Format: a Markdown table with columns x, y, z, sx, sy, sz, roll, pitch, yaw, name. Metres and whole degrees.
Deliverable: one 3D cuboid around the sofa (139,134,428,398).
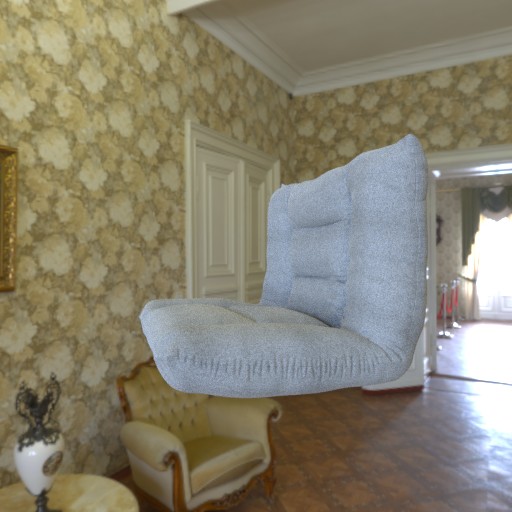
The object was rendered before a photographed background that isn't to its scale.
| x | y | z | sx | sy | sz | roll | pitch | yaw | name |
| --- | --- | --- | --- | --- | --- | --- | --- | --- | --- |
| 0.000 | 0.000 | 1.737 | 0.847 | 0.795 | 1.144 | 0 | -1 | -17 | sofa |
